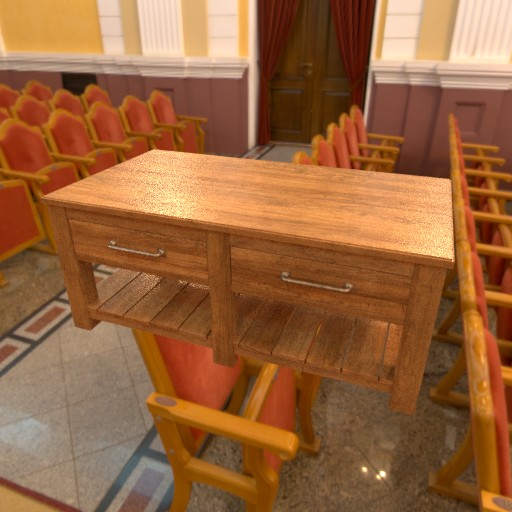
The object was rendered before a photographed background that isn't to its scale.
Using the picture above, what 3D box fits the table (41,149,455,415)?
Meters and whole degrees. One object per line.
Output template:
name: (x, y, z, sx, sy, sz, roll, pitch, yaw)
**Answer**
table: (0.000, 0.000, 1.502, 1.150, 0.480, 0.635, 10, 29, 18)
